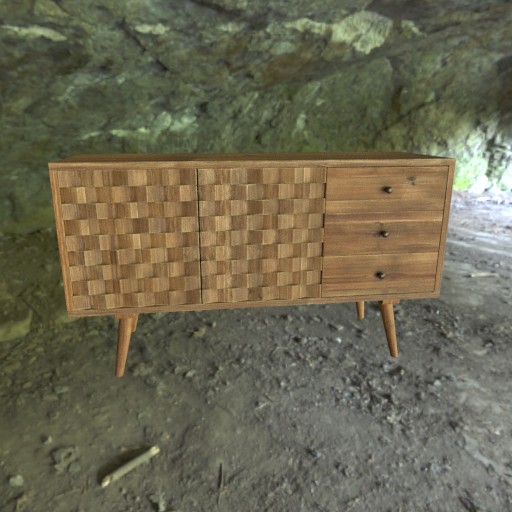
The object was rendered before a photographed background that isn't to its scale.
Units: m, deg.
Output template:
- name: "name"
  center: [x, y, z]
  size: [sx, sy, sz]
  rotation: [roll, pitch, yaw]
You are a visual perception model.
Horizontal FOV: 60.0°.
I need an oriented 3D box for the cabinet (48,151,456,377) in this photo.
- name: "cabinet"
  center: [0.000, 0.000, 1.821]
  size: [1.400, 0.800, 0.472]
  rotation: [-2, 17, -7]
